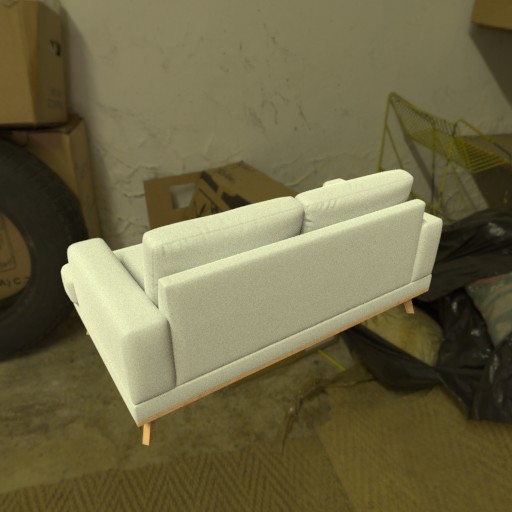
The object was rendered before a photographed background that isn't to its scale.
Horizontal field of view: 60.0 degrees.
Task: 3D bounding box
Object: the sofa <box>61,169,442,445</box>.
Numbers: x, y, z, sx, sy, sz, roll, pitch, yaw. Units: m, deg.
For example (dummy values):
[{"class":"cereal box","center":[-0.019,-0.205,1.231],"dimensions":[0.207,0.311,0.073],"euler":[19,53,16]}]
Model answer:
[{"class":"sofa","center":[0.000,0.000,2.159],"dimensions":[1.651,0.810,0.915],"euler":[-18,33,-29]}]
